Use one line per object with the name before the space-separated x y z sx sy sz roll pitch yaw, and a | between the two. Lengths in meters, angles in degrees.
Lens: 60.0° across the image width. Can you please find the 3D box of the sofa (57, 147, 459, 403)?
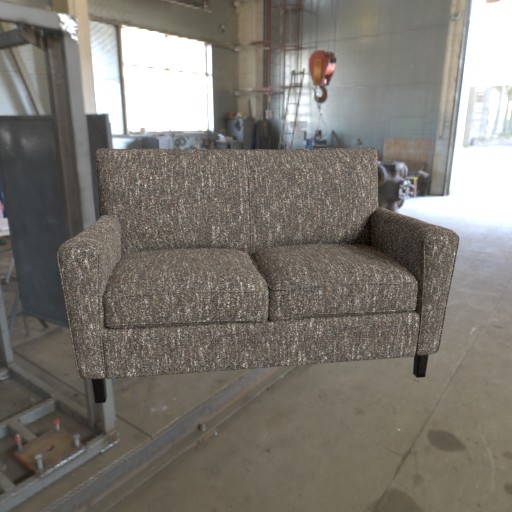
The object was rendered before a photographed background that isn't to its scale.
sofa | 0.000 0.000 2.051 1.519 0.946 0.801 -2 17 -8
